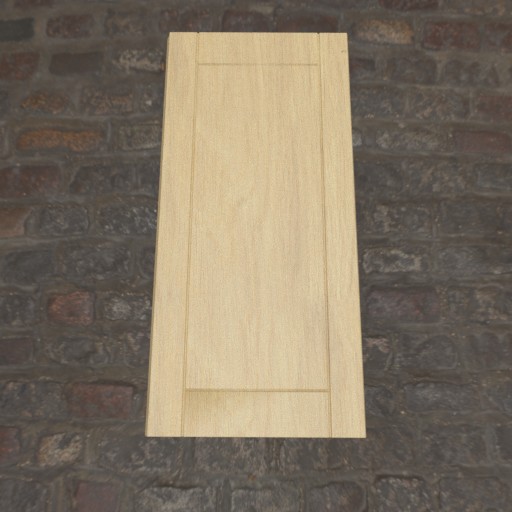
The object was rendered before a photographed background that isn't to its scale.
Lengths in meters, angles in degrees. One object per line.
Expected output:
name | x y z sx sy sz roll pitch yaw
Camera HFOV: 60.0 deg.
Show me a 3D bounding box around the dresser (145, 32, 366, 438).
dresser | 0.000 0.000 1.373 0.440 0.835 0.915 0 77 0
